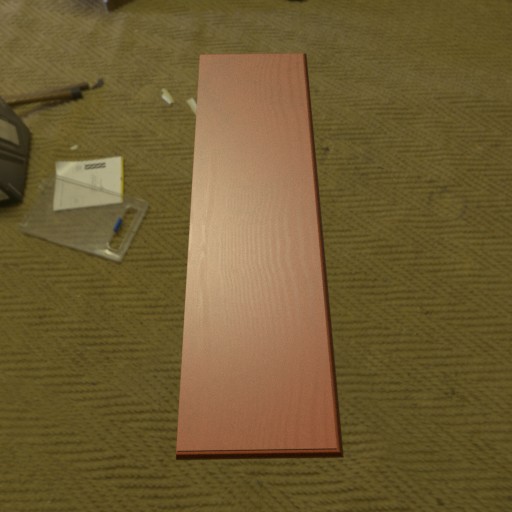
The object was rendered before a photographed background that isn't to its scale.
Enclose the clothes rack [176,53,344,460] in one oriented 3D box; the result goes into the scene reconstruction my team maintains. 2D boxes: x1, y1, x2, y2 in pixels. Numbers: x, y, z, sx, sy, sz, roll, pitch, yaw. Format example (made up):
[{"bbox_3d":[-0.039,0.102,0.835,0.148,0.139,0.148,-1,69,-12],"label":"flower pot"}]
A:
[{"bbox_3d":[0.000,0.000,1.486,0.362,0.594,1.251,-1,64,0],"label":"clothes rack"}]
